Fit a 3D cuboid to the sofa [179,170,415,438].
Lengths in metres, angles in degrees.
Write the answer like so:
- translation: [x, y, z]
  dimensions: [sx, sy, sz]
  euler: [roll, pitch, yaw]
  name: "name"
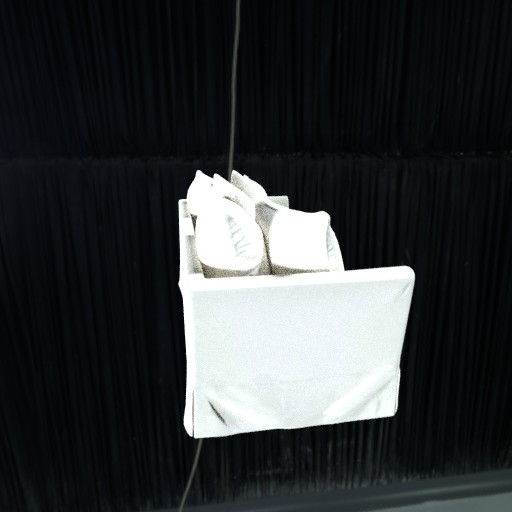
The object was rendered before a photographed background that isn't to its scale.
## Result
- translation: [0.000, 0.000, 2.936]
  dimensions: [1.031, 1.034, 2.290]
  euler: [-3, 16, -10]
  name: "sofa"
